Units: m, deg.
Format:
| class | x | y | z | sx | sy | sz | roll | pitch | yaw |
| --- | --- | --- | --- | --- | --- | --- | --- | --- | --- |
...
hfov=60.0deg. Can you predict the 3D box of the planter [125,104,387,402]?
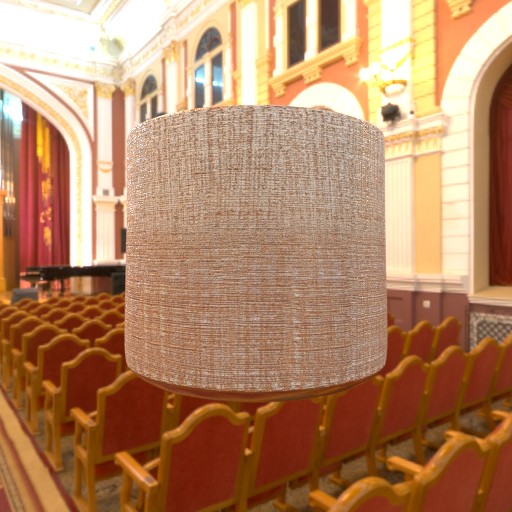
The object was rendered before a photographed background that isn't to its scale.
| class | x | y | z | sx | sy | sz | roll | pitch | yaw |
| --- | --- | --- | --- | --- | --- | --- | --- | --- | --- |
| planter | 0.000 | 0.000 | 0.312 | 0.177 | 0.157 | 0.177 | 0 | 0 | 0 |
